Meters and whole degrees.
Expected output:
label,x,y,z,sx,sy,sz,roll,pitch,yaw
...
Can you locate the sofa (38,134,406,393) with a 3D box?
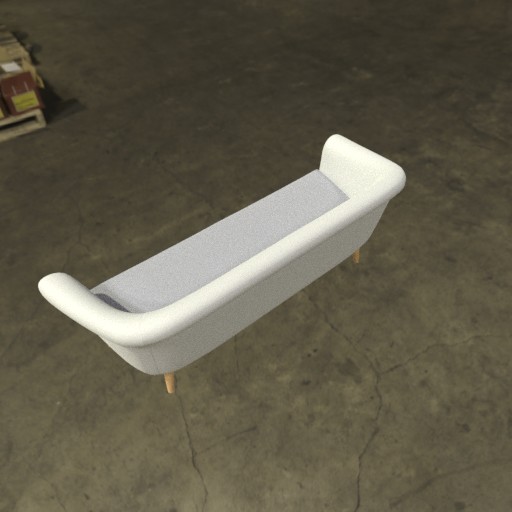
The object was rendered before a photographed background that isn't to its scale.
label,x,y,z,sx,sy,sz,roll,pitch,yaw
sofa,0.000,0.000,2.593,2.160,0.795,0.827,-31,53,-26
